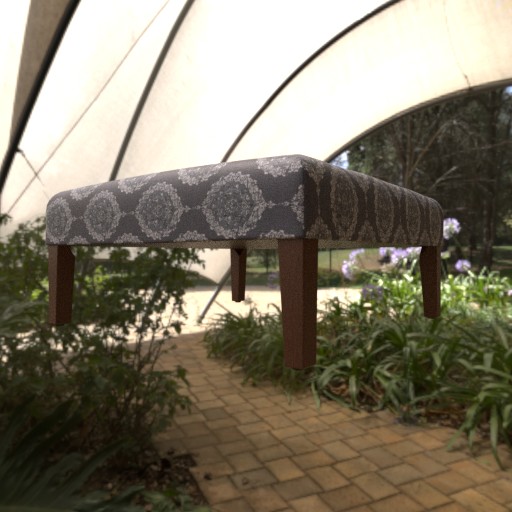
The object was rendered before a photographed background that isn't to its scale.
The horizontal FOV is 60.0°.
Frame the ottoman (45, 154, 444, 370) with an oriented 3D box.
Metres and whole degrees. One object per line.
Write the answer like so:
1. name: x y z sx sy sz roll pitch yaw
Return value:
1. ottoman: 0.000 0.000 1.378 0.890 0.409 0.889 0 0 37
